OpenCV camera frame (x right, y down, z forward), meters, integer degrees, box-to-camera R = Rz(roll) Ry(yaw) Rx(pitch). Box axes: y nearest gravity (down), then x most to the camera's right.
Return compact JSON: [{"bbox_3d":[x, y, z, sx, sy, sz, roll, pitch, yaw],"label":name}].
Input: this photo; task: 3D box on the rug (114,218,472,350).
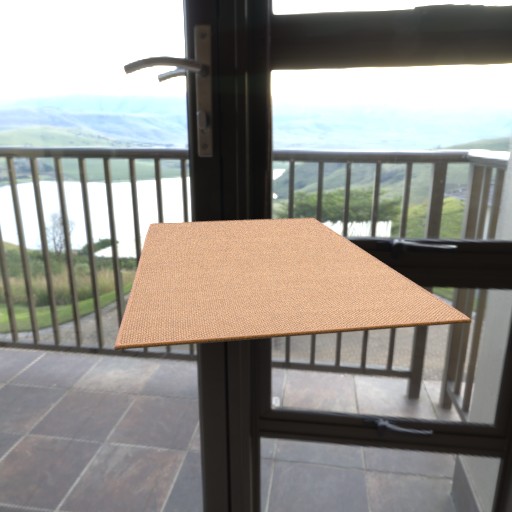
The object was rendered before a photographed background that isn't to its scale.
[{"bbox_3d":[0.000,0.000,2.069,1.067,0.013,1.676,-3,16,-9],"label":"rug"}]
